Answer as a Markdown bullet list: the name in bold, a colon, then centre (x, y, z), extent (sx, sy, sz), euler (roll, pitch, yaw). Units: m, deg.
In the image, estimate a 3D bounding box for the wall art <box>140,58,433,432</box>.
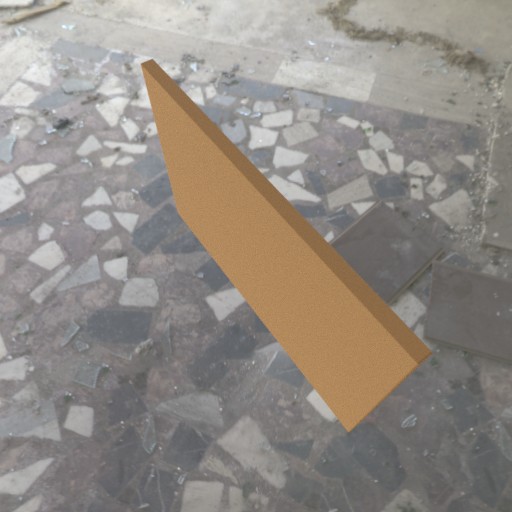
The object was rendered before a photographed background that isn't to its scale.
- **wall art**: centre (0.000, 0.000, 1.149), extent (0.033, 0.608, 0.915), euler (-32, 64, -18)
